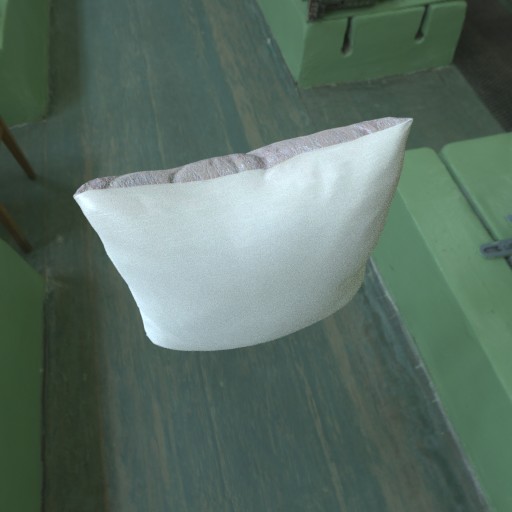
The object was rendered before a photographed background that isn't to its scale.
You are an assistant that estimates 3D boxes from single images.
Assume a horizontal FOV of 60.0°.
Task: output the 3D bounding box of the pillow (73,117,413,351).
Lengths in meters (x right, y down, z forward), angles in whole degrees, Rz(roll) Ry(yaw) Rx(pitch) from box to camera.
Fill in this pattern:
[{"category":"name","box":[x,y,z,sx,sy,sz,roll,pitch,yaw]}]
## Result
[{"category":"pillow","box":[0.000,0.000,0.730,0.450,0.448,0.245,-13,59,-8]}]
